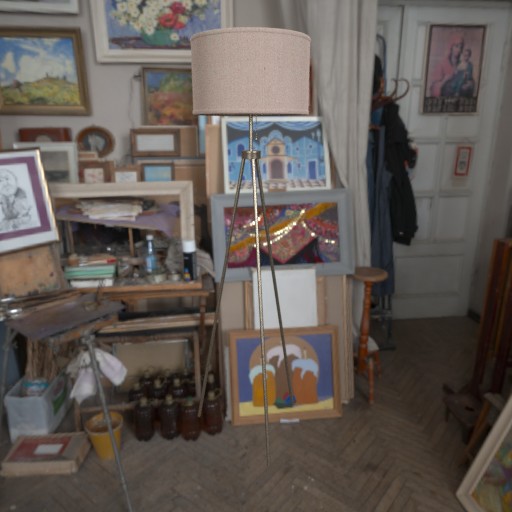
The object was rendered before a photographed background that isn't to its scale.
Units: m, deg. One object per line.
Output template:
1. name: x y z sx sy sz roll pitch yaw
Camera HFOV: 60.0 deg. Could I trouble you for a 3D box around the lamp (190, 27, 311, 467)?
1. lamp: 0.000 0.000 1.743 0.460 1.545 0.449 -16 22 -42
